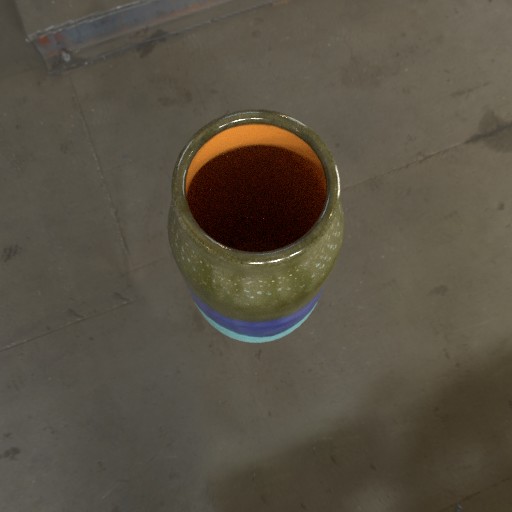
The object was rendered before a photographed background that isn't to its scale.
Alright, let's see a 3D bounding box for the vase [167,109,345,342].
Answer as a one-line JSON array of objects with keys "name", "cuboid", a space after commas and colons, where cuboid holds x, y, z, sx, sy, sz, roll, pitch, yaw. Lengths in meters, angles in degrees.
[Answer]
[{"name": "vase", "cuboid": [0.000, 0.000, 0.391, 0.139, 0.313, 0.139, 0, 75, 0]}]
